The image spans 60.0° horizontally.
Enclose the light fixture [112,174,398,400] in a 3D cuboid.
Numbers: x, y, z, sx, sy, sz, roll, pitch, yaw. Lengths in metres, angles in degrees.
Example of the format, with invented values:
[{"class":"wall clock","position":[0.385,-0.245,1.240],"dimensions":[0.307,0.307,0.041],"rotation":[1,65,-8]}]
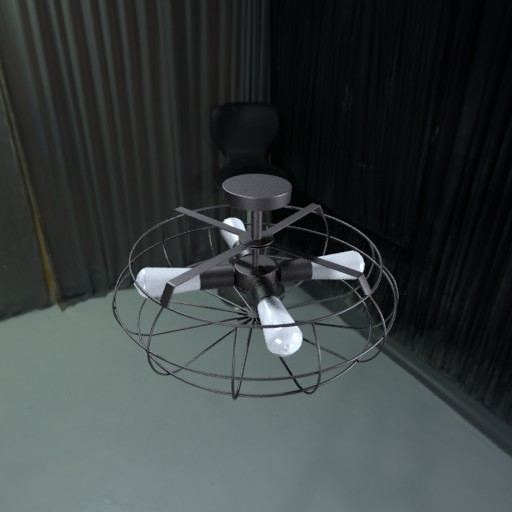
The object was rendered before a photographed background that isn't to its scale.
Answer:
[{"class":"light fixture","position":[0.000,0.000,0.913],"dimensions":[0.582,0.311,0.582],"rotation":[0,29,0]}]
